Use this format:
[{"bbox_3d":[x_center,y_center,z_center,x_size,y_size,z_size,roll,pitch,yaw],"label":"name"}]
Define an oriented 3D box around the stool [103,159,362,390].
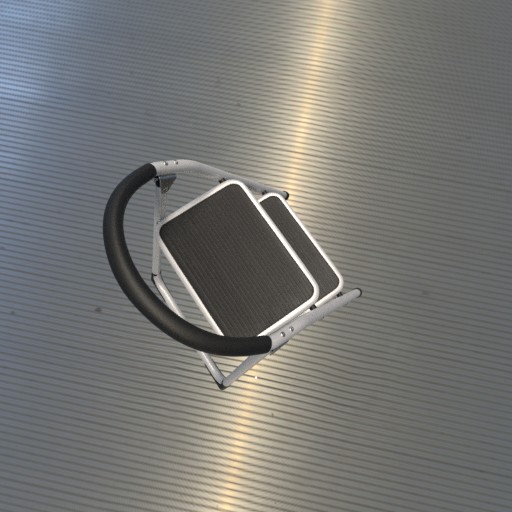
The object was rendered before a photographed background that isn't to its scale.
[{"bbox_3d":[0.000,0.000,1.120,0.559,0.760,0.453,-33,77,-9],"label":"stool"}]
